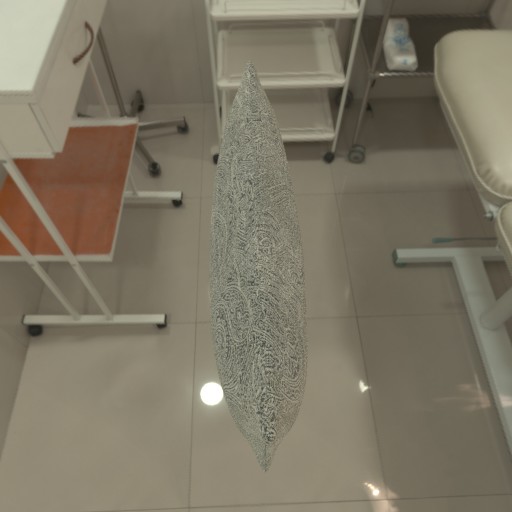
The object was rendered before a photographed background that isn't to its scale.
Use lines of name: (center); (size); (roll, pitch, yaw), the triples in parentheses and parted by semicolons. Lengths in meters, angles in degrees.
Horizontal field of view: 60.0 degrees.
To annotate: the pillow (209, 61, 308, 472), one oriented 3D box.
pillow: (0.000, 0.000, 0.721); (0.151, 0.295, 0.615); (-2, 58, -1)
